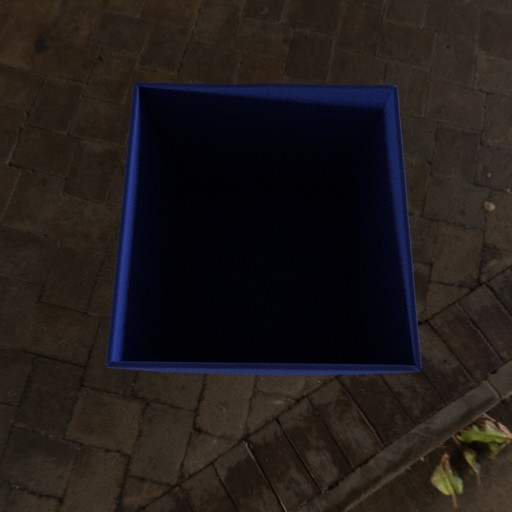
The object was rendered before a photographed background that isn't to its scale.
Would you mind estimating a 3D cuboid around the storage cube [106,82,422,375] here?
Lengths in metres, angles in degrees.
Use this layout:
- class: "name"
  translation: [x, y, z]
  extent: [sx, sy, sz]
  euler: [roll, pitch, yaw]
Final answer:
- class: "storage cube"
  translation: [0.000, 0.000, 0.521]
  extent: [0.270, 0.280, 0.270]
  euler: [1, 75, 0]
